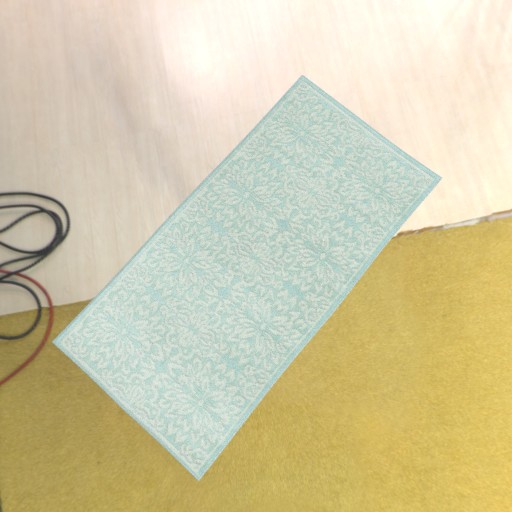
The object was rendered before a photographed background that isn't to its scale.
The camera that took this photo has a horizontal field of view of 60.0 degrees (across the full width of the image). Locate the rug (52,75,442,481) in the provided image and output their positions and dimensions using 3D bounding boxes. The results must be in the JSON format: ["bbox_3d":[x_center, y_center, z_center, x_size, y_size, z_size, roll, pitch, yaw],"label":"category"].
[{"bbox_3d":[0.000,0.000,1.416,0.604,0.007,1.219,40,80,9],"label":"rug"}]
